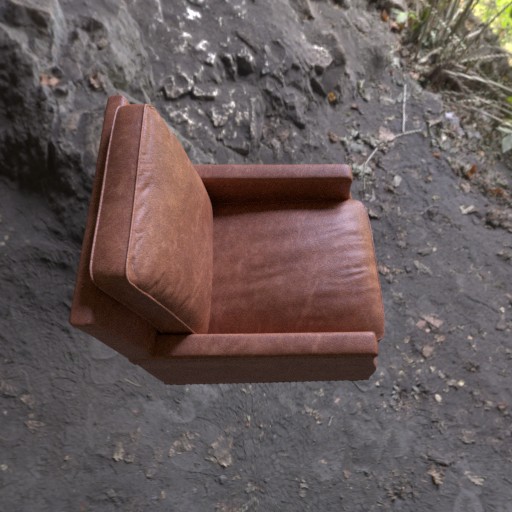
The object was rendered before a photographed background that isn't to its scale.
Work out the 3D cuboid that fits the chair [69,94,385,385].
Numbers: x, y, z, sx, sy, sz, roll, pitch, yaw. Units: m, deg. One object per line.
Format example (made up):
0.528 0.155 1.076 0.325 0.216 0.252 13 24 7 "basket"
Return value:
0.000 0.000 1.780 1.035 1.054 0.854 -1 63 -1 "chair"
